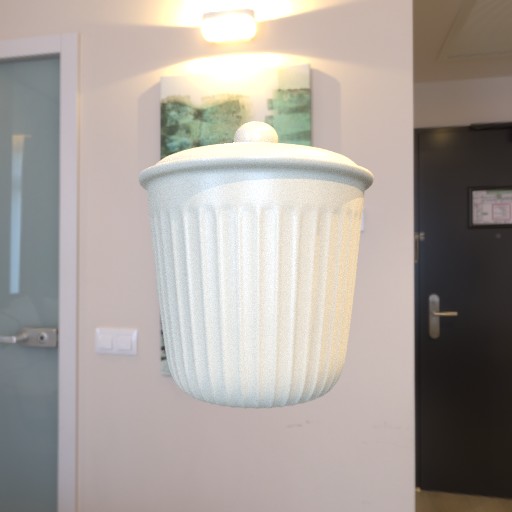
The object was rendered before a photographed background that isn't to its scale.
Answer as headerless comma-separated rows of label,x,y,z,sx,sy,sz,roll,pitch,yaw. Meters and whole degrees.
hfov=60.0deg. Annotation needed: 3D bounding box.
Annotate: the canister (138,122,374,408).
canister,0.000,0.000,0.351,0.181,0.211,0.181,0,-1,0
